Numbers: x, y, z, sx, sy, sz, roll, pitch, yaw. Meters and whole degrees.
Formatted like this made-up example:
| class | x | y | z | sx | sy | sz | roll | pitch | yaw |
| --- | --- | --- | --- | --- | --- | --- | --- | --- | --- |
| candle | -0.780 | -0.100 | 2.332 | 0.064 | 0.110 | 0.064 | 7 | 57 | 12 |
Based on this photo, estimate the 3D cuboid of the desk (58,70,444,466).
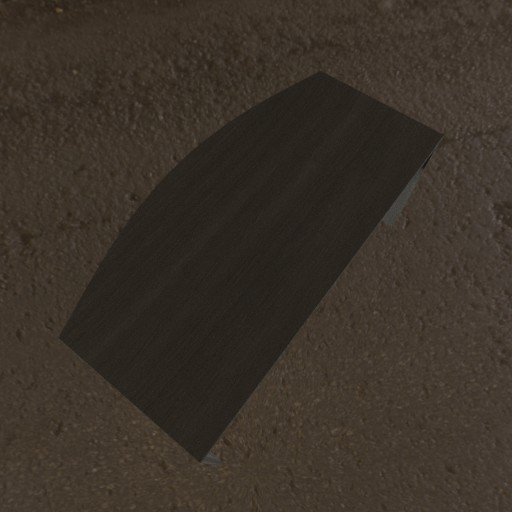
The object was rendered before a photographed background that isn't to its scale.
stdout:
| class | x | y | z | sx | sy | sz | roll | pitch | yaw |
| --- | --- | --- | --- | --- | --- | --- | --- | --- | --- |
| desk | 0.000 | 0.000 | 2.057 | 0.802 | 0.750 | 1.600 | 35 | 69 | 16 |
